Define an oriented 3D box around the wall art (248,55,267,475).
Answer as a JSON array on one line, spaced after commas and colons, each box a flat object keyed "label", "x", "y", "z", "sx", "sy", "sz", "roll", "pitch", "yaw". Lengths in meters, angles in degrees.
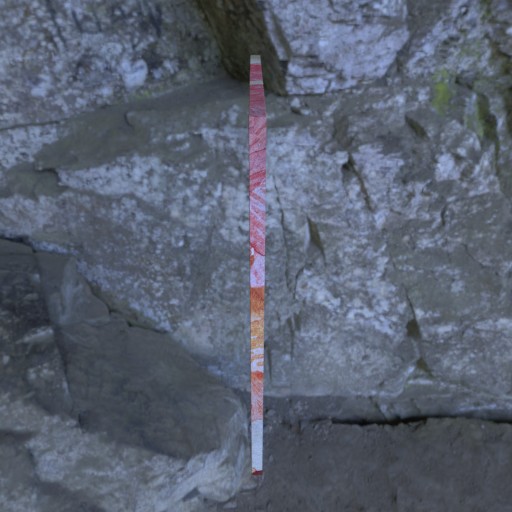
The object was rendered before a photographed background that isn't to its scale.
[{"label": "wall art", "x": 0.000, "y": 0.000, "z": 1.334, "sx": 0.031, "sy": 1.015, "sz": 0.762, "roll": 0, "pitch": 32, "yaw": 0}]
